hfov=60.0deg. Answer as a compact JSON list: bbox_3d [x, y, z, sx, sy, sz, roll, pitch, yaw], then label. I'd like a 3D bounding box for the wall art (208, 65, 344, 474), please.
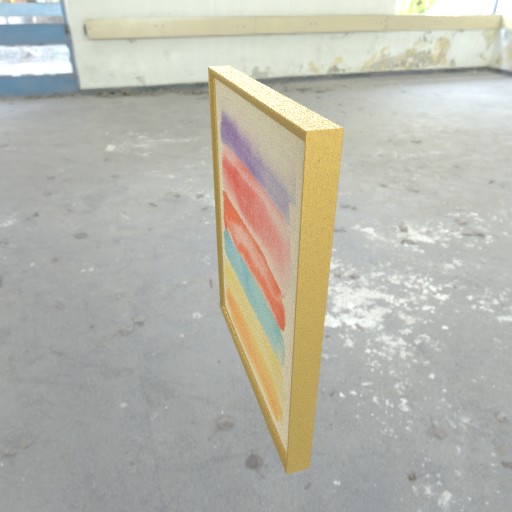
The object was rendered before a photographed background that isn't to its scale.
[{"bbox_3d":[0.000,0.000,0.893,0.048,0.642,0.537,-9,32,-15],"label":"wall art"}]
